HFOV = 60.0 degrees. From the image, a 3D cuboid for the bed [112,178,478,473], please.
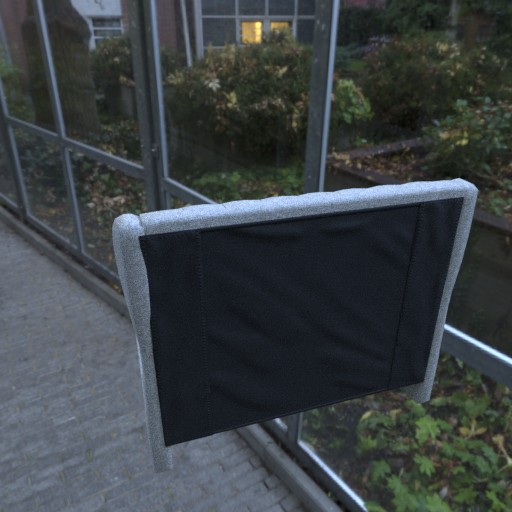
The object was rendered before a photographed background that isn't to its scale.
[{"bbox_3d":[0.000,0.000,3.801,2.219,1.771,2.347,-8,28,-16],"label":"bed"}]
